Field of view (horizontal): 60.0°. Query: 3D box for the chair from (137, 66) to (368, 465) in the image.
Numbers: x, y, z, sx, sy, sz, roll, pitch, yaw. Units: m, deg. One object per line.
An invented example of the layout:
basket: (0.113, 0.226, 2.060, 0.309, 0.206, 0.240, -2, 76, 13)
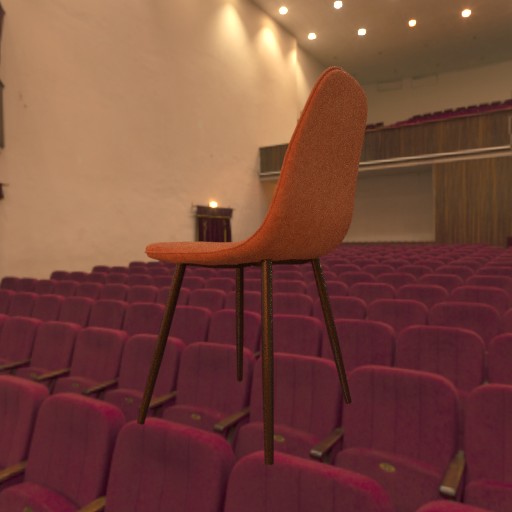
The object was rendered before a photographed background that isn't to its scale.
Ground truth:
chair: (0.000, 0.000, 1.237, 0.561, 0.889, 0.472, 1, 1, 33)
